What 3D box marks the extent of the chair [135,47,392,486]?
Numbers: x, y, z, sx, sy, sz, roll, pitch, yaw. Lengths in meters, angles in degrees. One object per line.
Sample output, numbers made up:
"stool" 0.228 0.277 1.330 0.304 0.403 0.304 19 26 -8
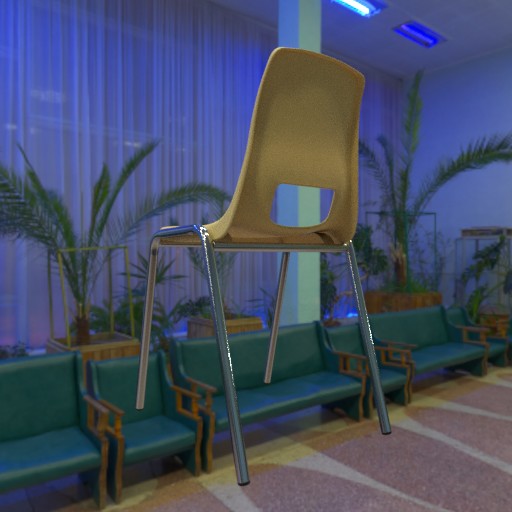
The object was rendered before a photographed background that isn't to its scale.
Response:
"chair" 0.000 0.000 0.946 0.381 0.704 0.436 0 0 -35
